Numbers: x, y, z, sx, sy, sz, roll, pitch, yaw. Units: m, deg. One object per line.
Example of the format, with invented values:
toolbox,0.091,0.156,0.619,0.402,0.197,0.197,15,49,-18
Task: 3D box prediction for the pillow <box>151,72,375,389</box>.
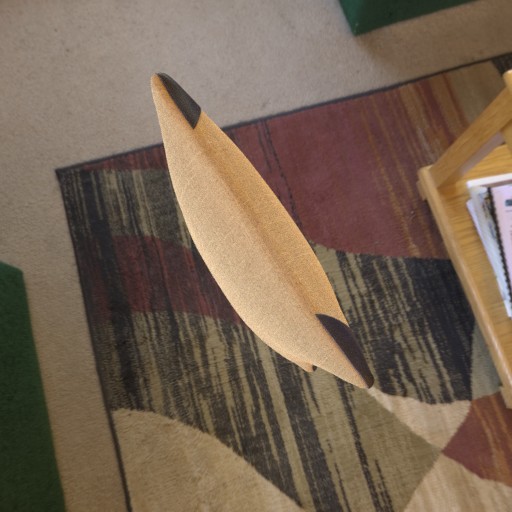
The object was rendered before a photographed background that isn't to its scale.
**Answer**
pillow,0.000,0.000,0.700,0.147,0.441,0.440,-33,79,-7
